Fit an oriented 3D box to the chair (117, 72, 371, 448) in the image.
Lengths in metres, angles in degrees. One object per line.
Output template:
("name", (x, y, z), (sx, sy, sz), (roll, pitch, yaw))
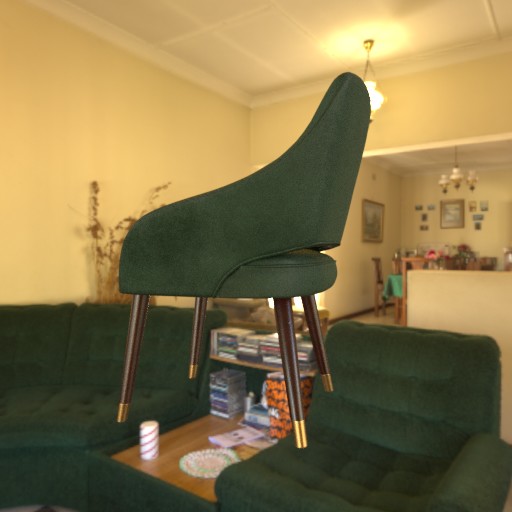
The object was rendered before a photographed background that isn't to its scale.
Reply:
("chair", (0.000, 0.000, 1.588), (0.794, 1.081, 0.683), (0, 1, 18))
